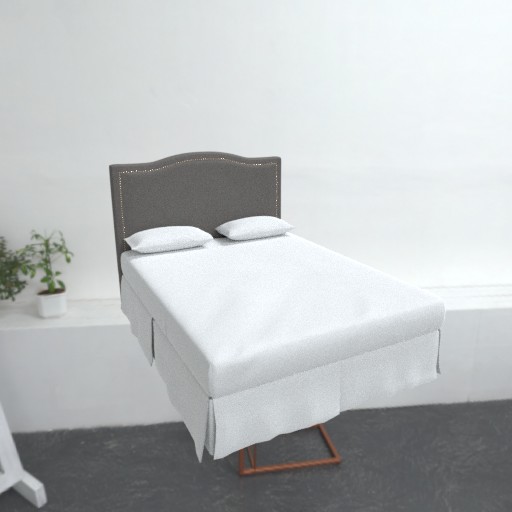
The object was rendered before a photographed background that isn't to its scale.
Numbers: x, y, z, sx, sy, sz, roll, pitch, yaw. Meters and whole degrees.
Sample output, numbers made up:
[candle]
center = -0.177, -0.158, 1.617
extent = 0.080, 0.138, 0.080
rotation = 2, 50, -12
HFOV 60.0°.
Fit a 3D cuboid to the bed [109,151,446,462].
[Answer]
[bed]
center = 0.000, 0.000, 3.452
extent = 1.821, 1.436, 2.282
rotation = -9, 20, -26
